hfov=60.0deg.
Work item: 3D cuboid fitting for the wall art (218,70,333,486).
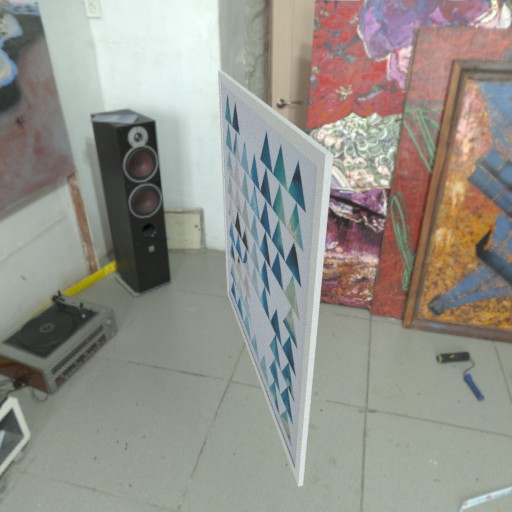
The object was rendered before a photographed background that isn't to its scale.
[{"bbox_3d":[0.000,0.000,0.666,0.007,0.456,0.456,-8,32,-13],"label":"wall art"}]
